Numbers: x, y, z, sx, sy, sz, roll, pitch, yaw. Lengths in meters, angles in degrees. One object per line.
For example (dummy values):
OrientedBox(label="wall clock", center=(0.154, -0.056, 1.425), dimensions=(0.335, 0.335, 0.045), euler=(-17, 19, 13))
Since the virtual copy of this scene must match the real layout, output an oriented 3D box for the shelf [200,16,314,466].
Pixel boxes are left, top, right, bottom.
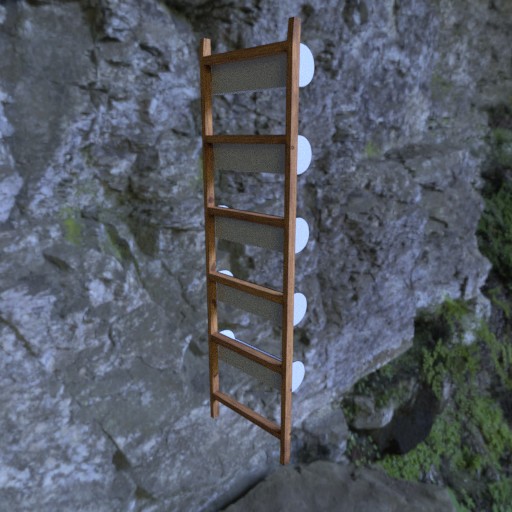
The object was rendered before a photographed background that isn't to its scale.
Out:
OrientedBox(label="shelf", center=(0.000, 0.000, 1.737), dimensions=(0.454, 1.600, 0.141), euler=(15, 21, 43))
